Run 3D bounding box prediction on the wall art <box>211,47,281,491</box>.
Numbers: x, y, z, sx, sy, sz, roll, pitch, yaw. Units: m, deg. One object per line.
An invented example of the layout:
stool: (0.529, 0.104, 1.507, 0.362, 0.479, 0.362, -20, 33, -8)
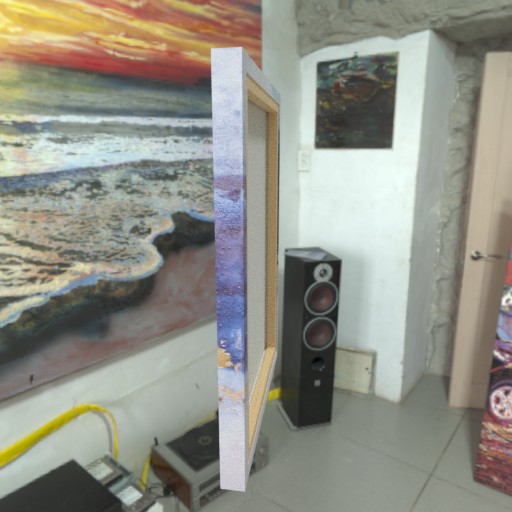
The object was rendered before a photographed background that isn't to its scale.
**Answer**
wall art: (0.000, 0.000, 0.771, 0.036, 0.581, 0.437, 2, 14, 8)
